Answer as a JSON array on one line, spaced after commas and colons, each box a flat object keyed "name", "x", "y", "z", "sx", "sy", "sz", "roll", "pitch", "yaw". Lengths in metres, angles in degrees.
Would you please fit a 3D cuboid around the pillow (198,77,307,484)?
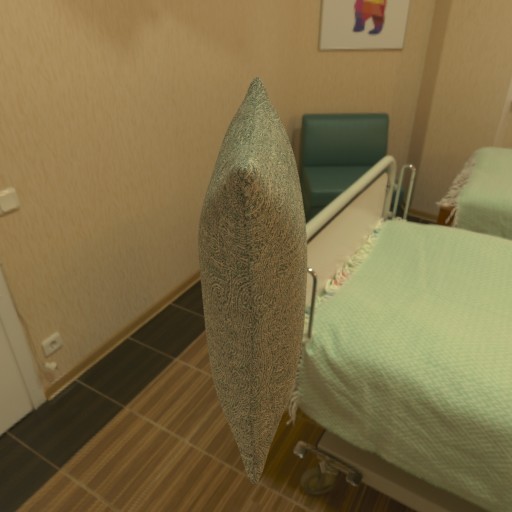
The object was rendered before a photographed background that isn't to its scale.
[{"name": "pillow", "x": 0.000, "y": 0.000, "z": 0.775, "sx": 0.166, "sy": 0.507, "sz": 0.526, "roll": 1, "pitch": 31, "yaw": 1}]
